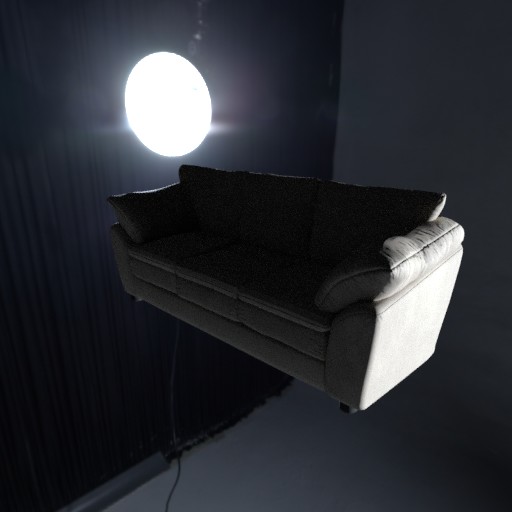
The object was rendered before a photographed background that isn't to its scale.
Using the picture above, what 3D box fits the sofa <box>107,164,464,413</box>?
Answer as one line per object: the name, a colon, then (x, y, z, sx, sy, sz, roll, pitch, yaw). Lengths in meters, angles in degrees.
sofa: (0.000, 0.000, 2.845, 0.878, 0.996, 2.334, -16, 23, -43)
